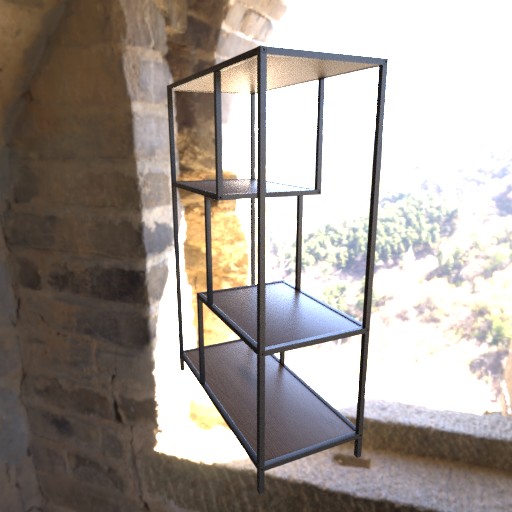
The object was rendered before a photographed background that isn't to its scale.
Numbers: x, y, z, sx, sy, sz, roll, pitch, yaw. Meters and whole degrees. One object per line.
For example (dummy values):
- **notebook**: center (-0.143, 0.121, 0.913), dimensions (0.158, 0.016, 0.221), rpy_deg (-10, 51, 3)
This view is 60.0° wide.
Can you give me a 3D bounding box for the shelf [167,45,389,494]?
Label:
- **shelf**: center (0.000, 0.000, 1.489), dimensions (0.350, 1.138, 0.770), rpy_deg (-7, 16, -25)
